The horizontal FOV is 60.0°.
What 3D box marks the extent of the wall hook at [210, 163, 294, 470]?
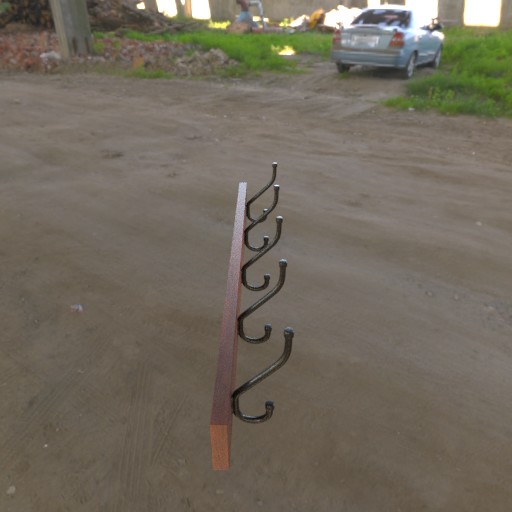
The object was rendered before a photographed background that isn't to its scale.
[{"bbox_3d":[0.000,0.000,0.614,0.071,0.117,0.571,0,30,1],"label":"wall hook"}]
